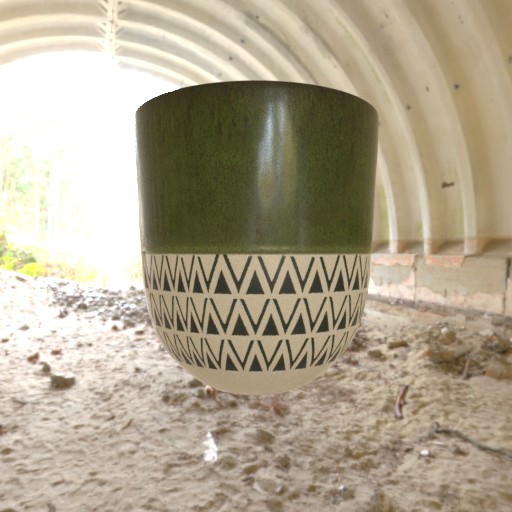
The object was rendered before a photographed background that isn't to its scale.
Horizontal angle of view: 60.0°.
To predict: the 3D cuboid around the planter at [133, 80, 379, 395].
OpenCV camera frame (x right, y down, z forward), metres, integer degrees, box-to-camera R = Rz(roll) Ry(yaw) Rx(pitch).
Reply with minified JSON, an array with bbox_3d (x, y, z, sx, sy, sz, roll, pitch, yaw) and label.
[{"bbox_3d":[0.000,0.000,0.460,0.245,0.270,0.245,0,0,0],"label":"planter"}]
